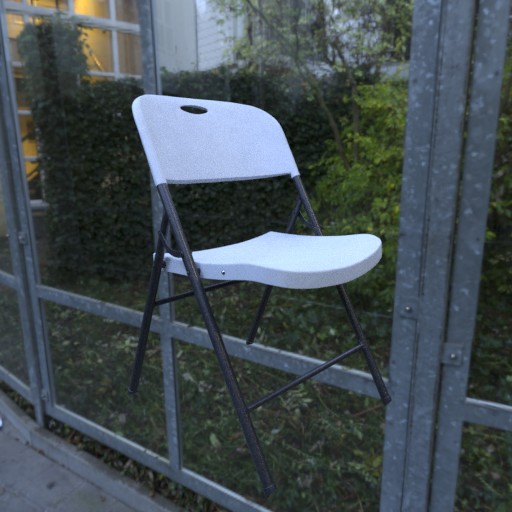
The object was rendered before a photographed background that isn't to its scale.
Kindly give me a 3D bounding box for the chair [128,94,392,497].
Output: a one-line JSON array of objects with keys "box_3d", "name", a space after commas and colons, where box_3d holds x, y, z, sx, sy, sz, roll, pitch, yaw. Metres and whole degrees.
[{"box_3d": [0.000, 0.000, 1.142, 0.494, 0.810, 0.566, -13, 19, -43], "name": "chair"}]
